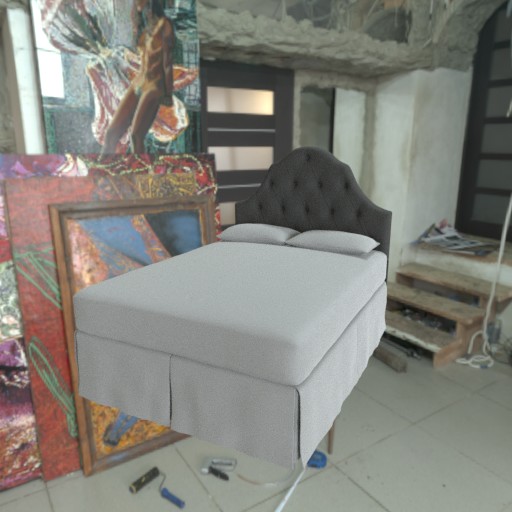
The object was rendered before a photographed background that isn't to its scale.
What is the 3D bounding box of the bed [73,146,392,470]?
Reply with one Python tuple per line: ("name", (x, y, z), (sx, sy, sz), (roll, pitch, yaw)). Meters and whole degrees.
("bed", (0.000, 0.000, 3.274), (1.636, 1.575, 2.155), (7, 15, 26))
